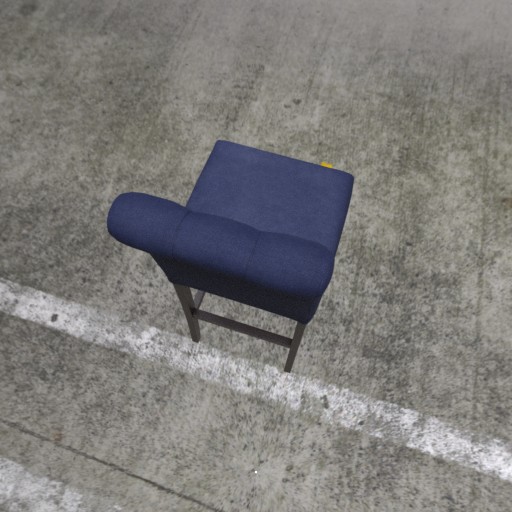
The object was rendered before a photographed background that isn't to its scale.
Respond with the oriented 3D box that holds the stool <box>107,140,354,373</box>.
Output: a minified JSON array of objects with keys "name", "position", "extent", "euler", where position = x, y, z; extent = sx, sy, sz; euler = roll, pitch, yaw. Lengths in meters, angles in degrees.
[{"name":"stool","position":[0.000,0.000,1.465],"extent":[0.493,1.140,0.601],"euler":[16,65,8]}]
